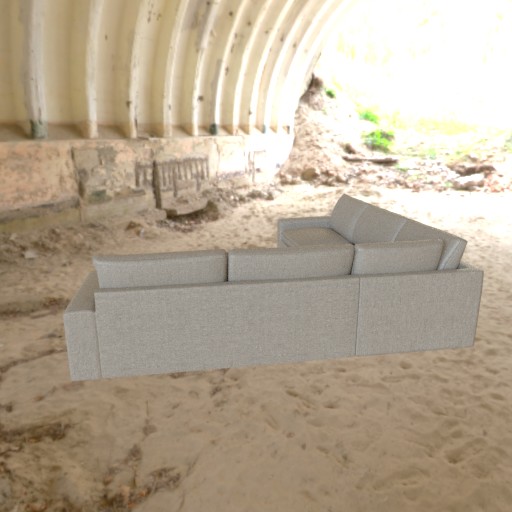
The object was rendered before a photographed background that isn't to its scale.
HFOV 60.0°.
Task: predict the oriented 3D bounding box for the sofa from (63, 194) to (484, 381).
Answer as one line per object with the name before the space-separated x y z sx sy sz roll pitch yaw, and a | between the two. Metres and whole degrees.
sofa | 0.000 0.000 4.080 2.742 0.800 2.622 -3 16 -9
